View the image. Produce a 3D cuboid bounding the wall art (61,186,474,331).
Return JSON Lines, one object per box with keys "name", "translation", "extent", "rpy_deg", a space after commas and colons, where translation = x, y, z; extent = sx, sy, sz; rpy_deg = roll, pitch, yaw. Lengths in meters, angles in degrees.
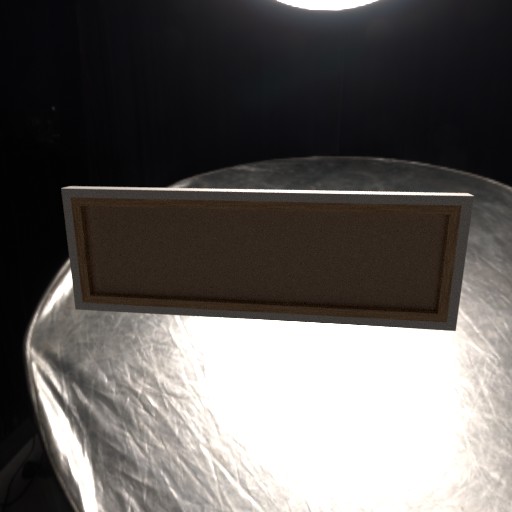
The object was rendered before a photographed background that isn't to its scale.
{"name": "wall art", "translation": [0.000, 0.000, 0.866], "extent": [0.763, 0.255, 0.038], "rpy_deg": [2, 16, 8]}
